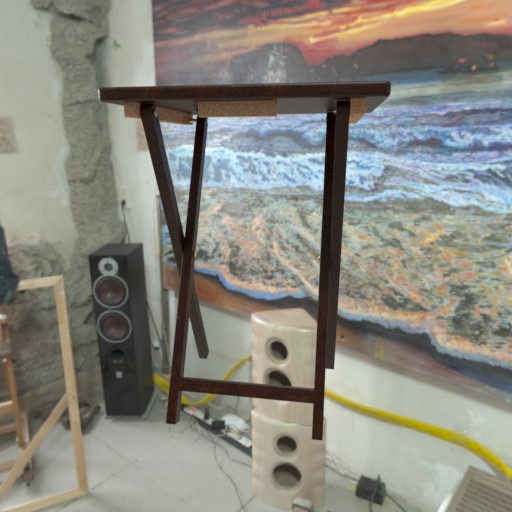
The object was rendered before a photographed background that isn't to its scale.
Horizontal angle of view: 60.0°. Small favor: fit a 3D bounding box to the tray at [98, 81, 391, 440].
[{"bbox_3d":[0.000,0.000,0.970,0.483,0.660,0.381,2,14,10],"label":"tray"}]
